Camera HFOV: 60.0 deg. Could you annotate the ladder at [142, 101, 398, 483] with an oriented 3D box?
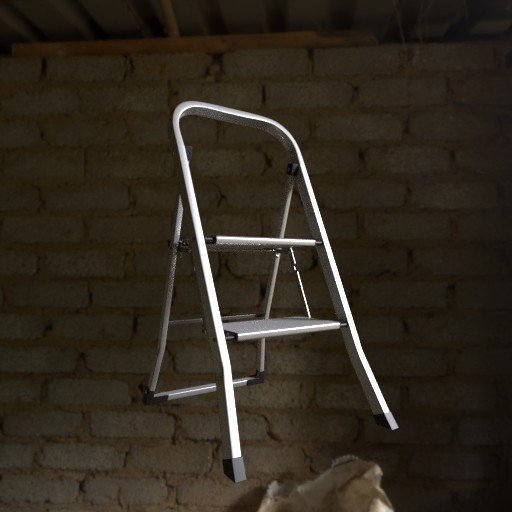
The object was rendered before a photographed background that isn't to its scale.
[{"bbox_3d":[0.000,0.000,1.153,0.465,0.830,0.530,1,-1,-35],"label":"ladder"}]
